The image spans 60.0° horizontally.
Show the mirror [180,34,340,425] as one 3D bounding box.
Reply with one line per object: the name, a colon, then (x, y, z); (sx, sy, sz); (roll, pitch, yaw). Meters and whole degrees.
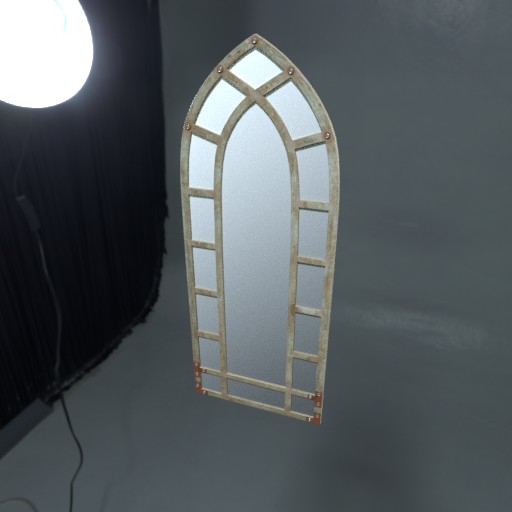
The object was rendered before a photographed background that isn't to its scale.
mirror: (0.000, 0.000, 1.311); (0.464, 1.175, 0.025); (9, 27, 18)
